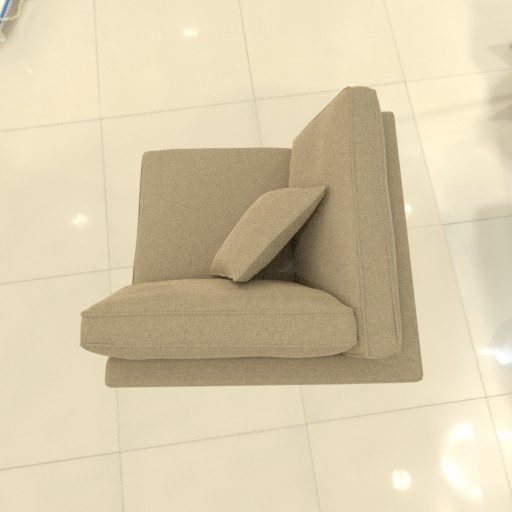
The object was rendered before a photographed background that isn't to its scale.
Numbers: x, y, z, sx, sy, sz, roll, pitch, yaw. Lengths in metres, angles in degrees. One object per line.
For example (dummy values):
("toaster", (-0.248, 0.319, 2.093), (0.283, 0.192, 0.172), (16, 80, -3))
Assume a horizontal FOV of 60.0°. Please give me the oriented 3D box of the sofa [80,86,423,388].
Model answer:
("sofa", (0.000, 0.000, 1.960), (1.146, 1.002, 1.084), (-1, 75, 0))
